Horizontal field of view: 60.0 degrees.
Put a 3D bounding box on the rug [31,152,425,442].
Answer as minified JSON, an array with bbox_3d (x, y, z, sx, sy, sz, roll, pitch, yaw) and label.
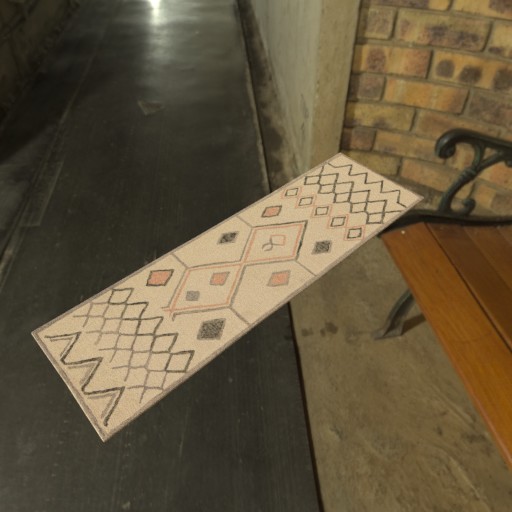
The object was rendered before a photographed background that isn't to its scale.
[{"bbox_3d":[0.000,0.000,2.644,2.435,0.011,0.750,-33,55,-28],"label":"rug"}]
